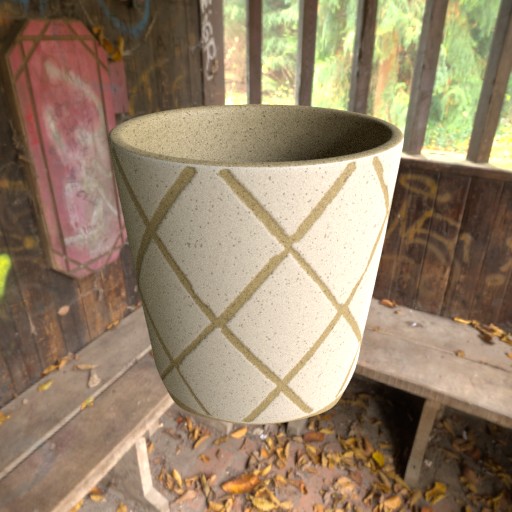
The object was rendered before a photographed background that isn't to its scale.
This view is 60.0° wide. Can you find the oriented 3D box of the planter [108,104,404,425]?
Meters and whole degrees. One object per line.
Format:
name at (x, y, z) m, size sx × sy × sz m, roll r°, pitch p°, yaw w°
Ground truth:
planter at (0.000, 0.000, 0.409) m, size 0.228 × 0.235 × 0.228 m, roll 0°, pitch 27°, yaw 0°
